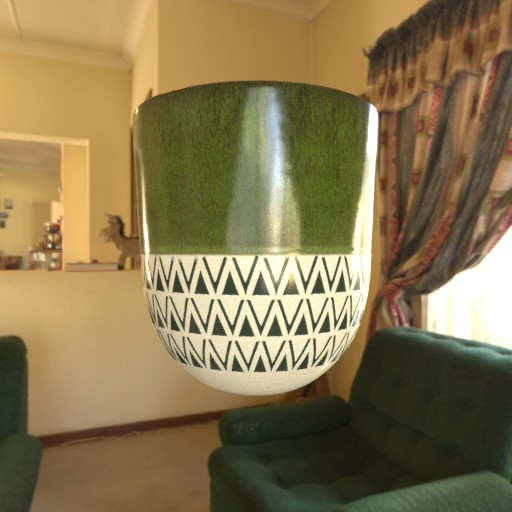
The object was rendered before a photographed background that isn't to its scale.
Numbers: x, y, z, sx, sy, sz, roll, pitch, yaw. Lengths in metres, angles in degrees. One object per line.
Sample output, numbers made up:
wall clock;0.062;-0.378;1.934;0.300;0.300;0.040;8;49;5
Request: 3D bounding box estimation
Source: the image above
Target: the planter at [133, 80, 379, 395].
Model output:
planter;0.000;0.000;0.459;0.245;0.270;0.245;0;1;0
